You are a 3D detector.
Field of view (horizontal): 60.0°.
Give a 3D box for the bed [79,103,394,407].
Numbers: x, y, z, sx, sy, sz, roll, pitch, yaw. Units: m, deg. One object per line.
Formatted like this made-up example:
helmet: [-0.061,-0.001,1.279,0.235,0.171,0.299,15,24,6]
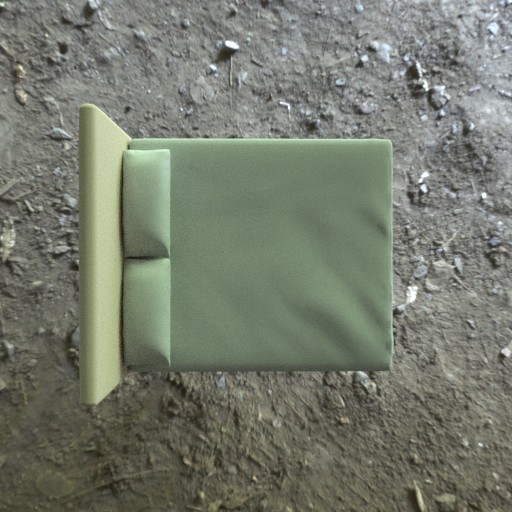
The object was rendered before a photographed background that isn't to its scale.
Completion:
bed: [0.000,0.000,3.280,2.142,1.330,1.884,0,91,-1]
